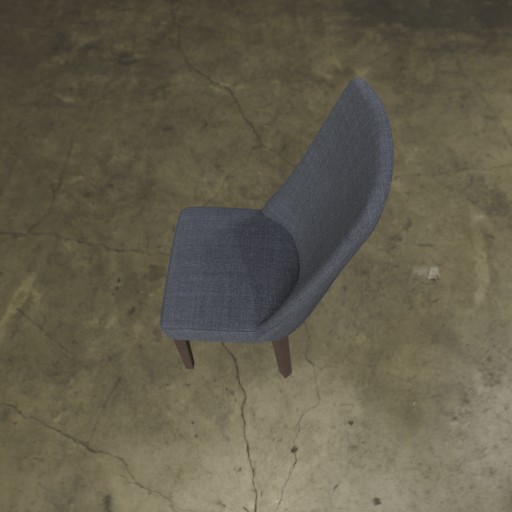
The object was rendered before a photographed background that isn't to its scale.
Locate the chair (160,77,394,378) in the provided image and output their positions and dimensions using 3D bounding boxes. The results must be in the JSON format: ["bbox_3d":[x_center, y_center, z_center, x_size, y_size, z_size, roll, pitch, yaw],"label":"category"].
[{"bbox_3d":[0.000,0.000,1.383,0.577,1.050,0.510,3,59,2],"label":"chair"}]
